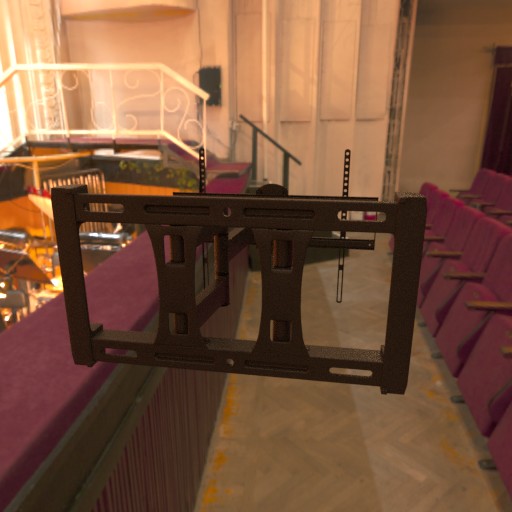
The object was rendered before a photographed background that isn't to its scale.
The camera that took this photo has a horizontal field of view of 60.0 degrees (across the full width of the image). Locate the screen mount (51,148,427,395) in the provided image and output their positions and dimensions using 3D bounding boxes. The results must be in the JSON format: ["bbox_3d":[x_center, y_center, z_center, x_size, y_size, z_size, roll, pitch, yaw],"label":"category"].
[{"bbox_3d":[0.000,0.000,1.115,0.661,0.491,0.644,3,17,9],"label":"screen mount"}]
